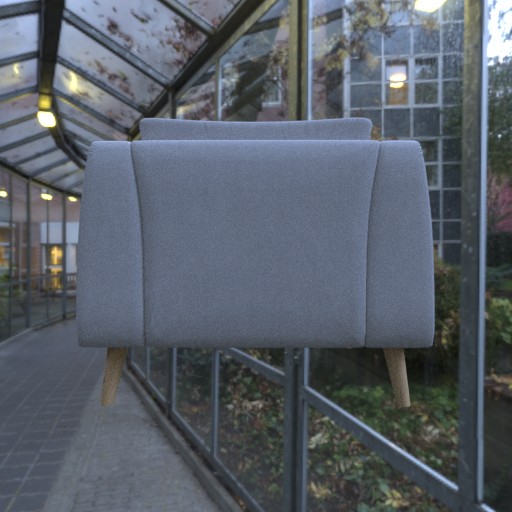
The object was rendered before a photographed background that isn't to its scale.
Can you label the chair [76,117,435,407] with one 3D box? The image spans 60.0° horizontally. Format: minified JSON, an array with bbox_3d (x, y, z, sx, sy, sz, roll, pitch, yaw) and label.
[{"bbox_3d":[0.000,0.000,1.681,1.000,0.860,0.930,0,0,0],"label":"chair"}]
